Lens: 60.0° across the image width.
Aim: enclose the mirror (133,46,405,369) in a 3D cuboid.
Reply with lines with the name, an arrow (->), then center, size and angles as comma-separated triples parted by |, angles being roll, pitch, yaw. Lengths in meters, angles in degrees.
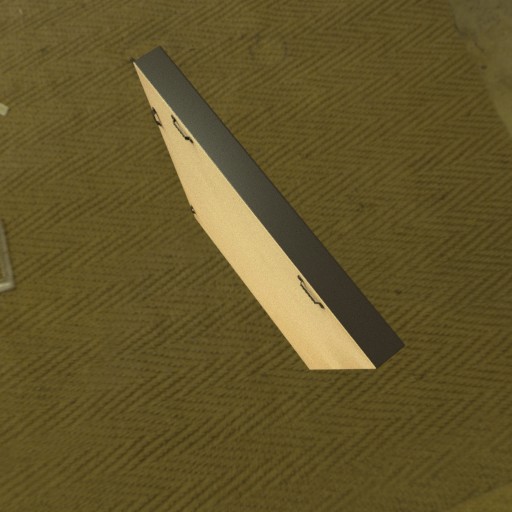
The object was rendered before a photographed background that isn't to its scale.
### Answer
mirror -> 0.000, 0.000, 0.691 | 0.041, 0.509, 0.406 | -36, 78, -9
